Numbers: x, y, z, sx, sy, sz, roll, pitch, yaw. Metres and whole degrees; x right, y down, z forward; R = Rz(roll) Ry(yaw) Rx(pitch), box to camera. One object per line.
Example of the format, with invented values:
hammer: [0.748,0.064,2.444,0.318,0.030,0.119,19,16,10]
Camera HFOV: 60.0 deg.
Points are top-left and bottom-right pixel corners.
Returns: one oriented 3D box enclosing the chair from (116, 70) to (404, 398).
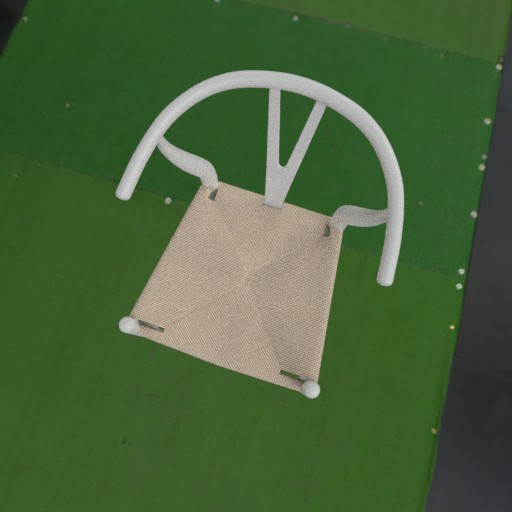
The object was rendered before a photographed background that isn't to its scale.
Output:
chair: [0.000,0.000,1.148,0.569,0.730,0.579,18,77,4]
